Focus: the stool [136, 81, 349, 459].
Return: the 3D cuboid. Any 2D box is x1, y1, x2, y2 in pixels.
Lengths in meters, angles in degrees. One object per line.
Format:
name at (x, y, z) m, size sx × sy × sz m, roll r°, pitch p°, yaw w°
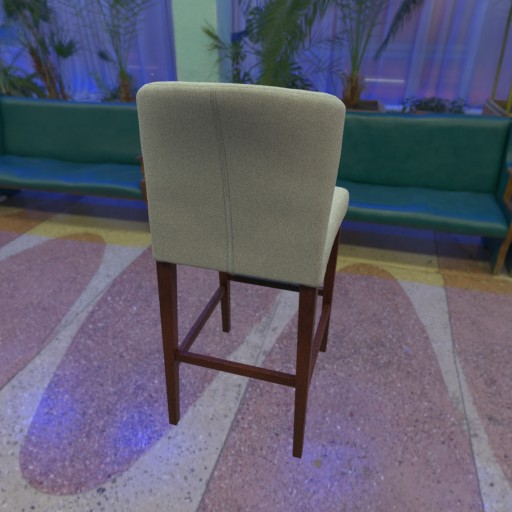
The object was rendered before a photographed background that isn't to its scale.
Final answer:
stool at (0.000, 0.000, 1.344) m, size 0.479 × 1.069 × 0.568 m, roll 9°, pitch 31°, yaw 15°
